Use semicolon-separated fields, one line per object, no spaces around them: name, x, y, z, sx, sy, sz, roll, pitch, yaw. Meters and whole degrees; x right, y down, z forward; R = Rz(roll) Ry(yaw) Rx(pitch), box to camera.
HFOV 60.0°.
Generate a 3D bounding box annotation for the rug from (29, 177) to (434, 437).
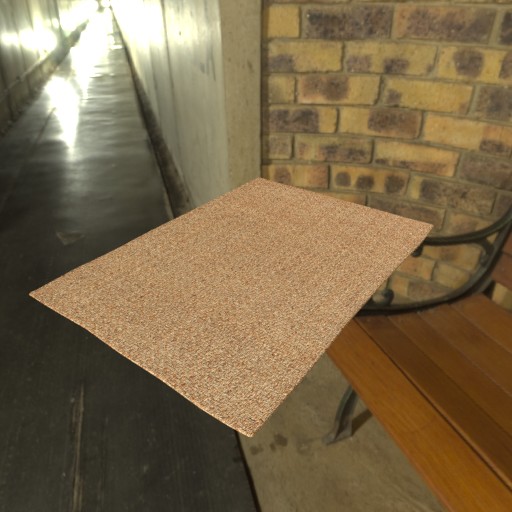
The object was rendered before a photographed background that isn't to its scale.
rug;0.000;0.000;2.777;1.566;0.013;2.141;21;38;30
